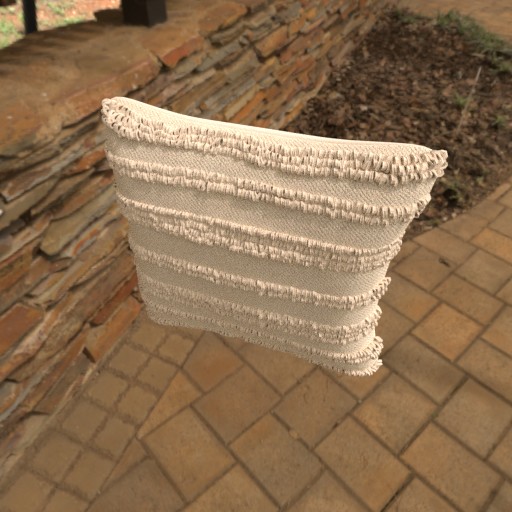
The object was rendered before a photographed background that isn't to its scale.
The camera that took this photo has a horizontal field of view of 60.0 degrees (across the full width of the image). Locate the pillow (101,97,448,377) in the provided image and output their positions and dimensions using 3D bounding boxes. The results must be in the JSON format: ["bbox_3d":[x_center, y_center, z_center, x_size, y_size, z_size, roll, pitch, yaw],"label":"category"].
[{"bbox_3d":[0.000,0.000,0.659,0.437,0.427,0.145,13,44,14],"label":"pillow"}]
